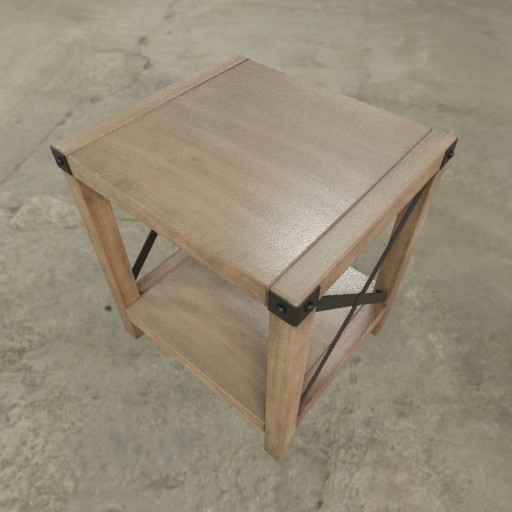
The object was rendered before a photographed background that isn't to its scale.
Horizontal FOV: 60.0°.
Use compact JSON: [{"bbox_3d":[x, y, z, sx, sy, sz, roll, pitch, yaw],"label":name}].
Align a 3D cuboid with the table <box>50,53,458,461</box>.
[{"bbox_3d":[0.000,0.000,0.925,0.510,0.561,0.459,32,55,25],"label":"table"}]
